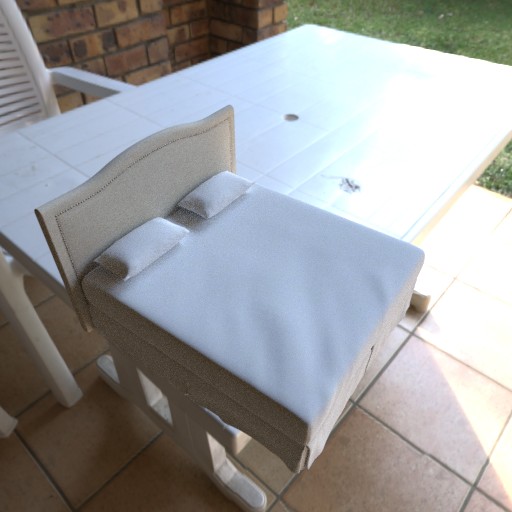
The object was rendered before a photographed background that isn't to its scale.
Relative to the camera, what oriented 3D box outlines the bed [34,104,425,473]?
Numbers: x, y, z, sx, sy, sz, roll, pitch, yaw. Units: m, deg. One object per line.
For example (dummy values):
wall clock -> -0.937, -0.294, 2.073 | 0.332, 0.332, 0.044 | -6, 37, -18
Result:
bed -> 0.000, 0.000, 3.505 | 2.182, 1.421, 2.083 | 26, 48, 26
